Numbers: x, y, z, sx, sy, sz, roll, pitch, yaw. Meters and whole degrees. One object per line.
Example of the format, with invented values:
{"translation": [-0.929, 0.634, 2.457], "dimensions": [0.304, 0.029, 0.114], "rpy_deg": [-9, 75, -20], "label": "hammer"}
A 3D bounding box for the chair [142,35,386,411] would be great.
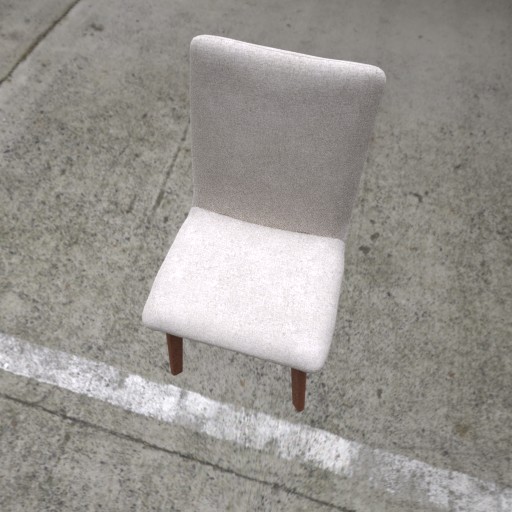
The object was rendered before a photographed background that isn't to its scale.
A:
{"translation": [0.000, 0.000, 1.280], "dimensions": [0.522, 0.974, 0.563], "rpy_deg": [13, 59, 8], "label": "chair"}
